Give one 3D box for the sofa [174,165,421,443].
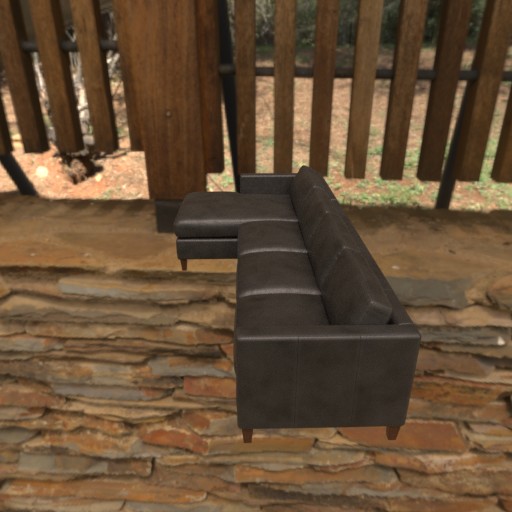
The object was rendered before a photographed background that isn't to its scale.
[{"bbox_3d":[0.000,0.000,3.755,1.581,0.883,3.203,-1,25,-1],"label":"sofa"}]
